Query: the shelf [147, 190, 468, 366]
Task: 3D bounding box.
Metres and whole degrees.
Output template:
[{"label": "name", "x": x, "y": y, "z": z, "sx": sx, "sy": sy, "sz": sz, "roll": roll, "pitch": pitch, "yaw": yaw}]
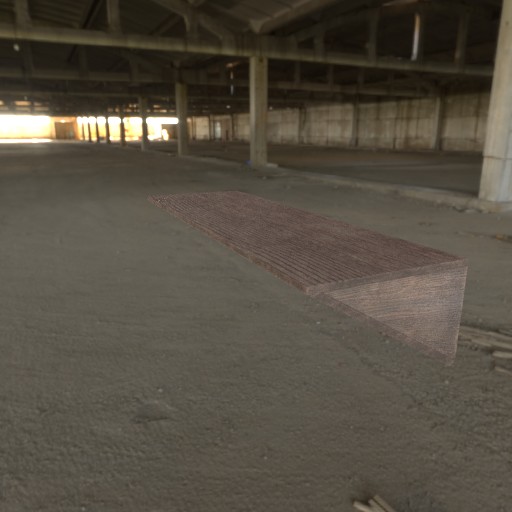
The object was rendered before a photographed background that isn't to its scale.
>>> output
[{"label": "shelf", "x": 0.000, "y": 0.000, "z": 0.704, "sx": 0.200, "sy": 0.125, "sz": 0.610, "roll": -8, "pitch": 18, "yaw": -25}]
